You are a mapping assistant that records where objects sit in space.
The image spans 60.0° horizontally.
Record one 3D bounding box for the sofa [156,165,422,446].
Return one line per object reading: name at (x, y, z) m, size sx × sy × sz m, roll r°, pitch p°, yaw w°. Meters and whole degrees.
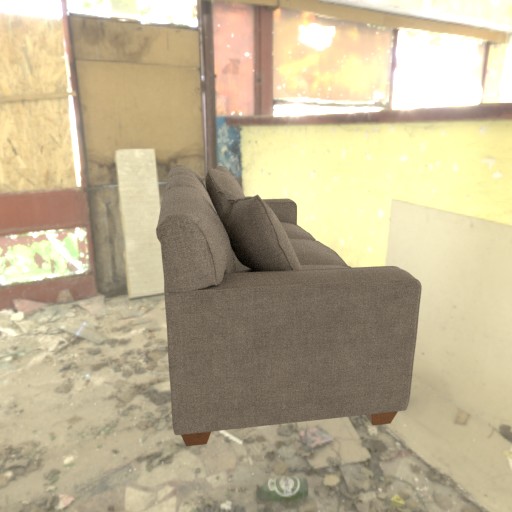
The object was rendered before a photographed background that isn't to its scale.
sofa at (0.000, 0.000, 2.568) m, size 0.997 × 0.958 × 2.024 m, roll -3°, pitch 16°, yaw -9°
